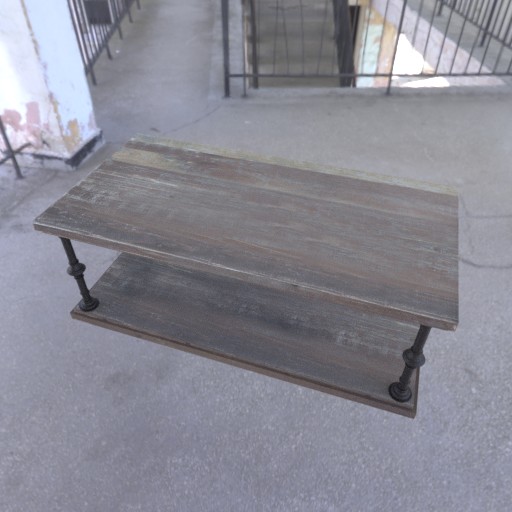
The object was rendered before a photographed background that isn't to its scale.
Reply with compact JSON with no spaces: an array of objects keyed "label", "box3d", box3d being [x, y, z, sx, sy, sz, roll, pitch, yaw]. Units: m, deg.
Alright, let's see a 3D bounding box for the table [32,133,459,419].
[{"label":"table","box3d":[0.000,0.000,1.390,1.088,0.399,0.554,13,43,14]}]
